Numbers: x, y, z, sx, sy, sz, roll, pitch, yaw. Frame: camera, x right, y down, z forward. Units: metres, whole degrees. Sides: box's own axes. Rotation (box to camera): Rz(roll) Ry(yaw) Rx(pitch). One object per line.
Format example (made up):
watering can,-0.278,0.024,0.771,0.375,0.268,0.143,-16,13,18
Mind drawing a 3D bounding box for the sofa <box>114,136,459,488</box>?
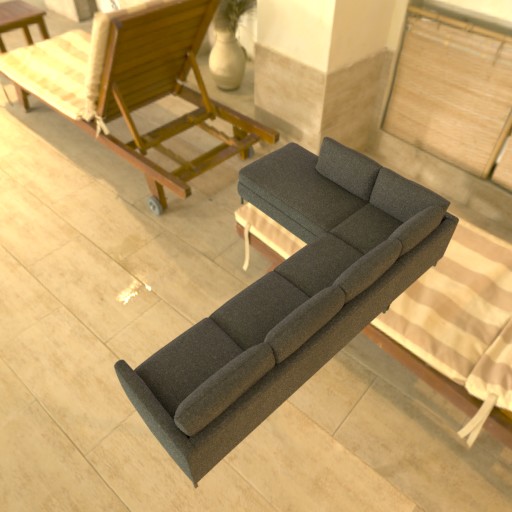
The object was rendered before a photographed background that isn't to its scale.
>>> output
sofa,0.000,0.000,3.747,2.949,0.815,2.007,-34,56,-28
